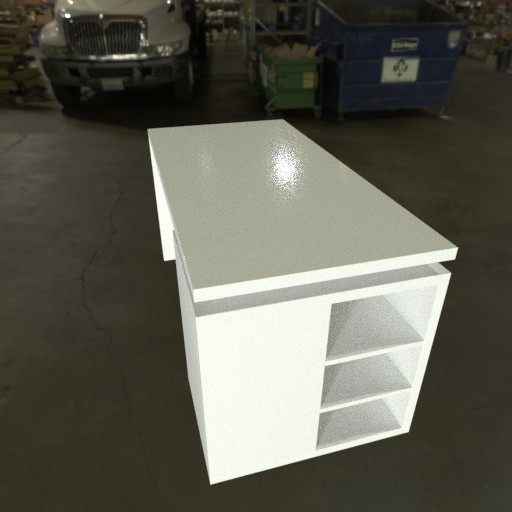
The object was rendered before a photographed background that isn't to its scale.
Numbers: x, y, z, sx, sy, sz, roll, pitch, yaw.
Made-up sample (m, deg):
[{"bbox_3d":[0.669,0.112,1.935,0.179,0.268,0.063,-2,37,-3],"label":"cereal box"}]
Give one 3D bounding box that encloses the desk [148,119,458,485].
[{"bbox_3d":[0.000,0.000,1.834,0.690,0.740,1.400,-8,32,-14],"label":"desk"}]
